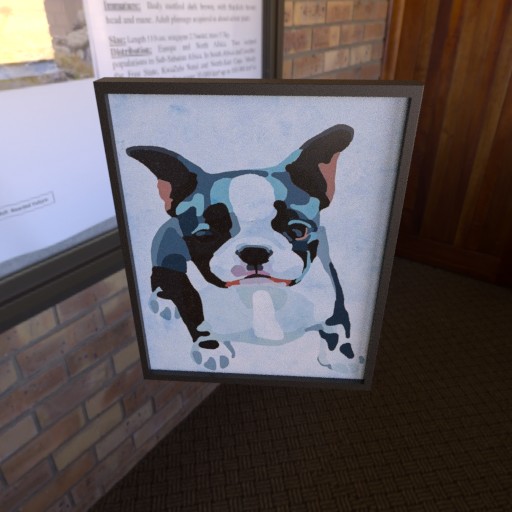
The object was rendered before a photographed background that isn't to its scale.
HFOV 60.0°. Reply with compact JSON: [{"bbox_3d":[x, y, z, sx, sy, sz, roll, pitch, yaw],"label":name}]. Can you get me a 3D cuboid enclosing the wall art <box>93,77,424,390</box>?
[{"bbox_3d":[0.000,0.000,0.497,0.294,0.369,0.030,2,30,3],"label":"wall art"}]
